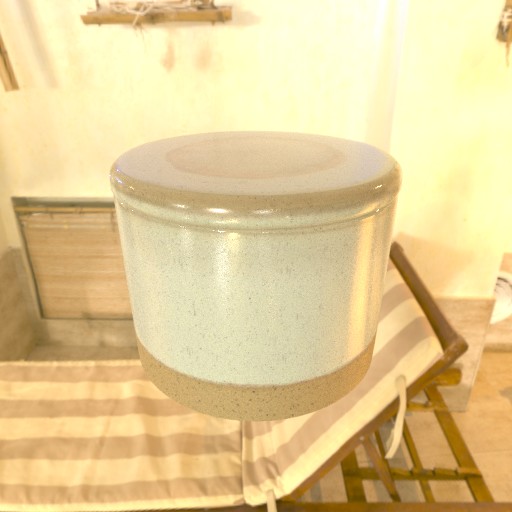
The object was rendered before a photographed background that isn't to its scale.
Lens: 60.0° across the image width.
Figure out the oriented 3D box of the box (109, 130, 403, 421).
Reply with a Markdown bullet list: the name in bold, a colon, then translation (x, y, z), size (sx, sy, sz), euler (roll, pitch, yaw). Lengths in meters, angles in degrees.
- **box**: translation (0.000, 0.000, 0.266), size (0.154, 0.123, 0.154), euler (0, 26, 0)
